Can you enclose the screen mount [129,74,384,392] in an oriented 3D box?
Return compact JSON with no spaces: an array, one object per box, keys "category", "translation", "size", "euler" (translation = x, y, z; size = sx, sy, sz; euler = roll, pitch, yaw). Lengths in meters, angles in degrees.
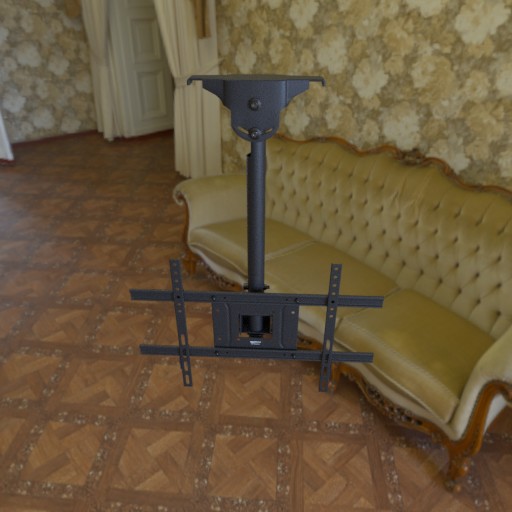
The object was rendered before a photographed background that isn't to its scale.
[{"category":"screen mount","translation":[0.000,0.000,1.026],"size":[0.595,0.775,0.090],"euler":[2,31,3]}]
